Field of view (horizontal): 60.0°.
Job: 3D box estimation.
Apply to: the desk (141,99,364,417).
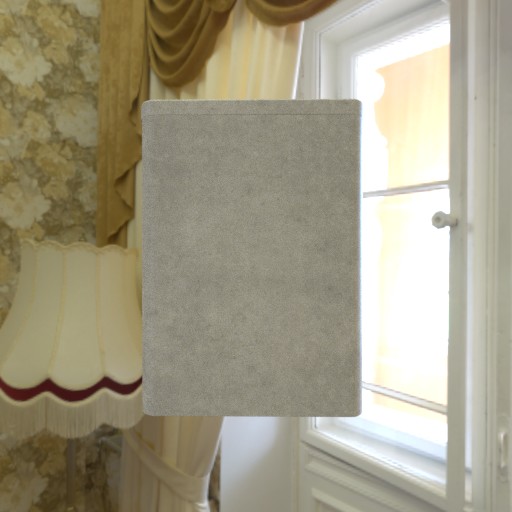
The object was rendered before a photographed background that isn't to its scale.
[{"bbox_3d":[0.000,0.000,1.751,0.550,0.755,1.400,0,0,1],"label":"desk"}]
